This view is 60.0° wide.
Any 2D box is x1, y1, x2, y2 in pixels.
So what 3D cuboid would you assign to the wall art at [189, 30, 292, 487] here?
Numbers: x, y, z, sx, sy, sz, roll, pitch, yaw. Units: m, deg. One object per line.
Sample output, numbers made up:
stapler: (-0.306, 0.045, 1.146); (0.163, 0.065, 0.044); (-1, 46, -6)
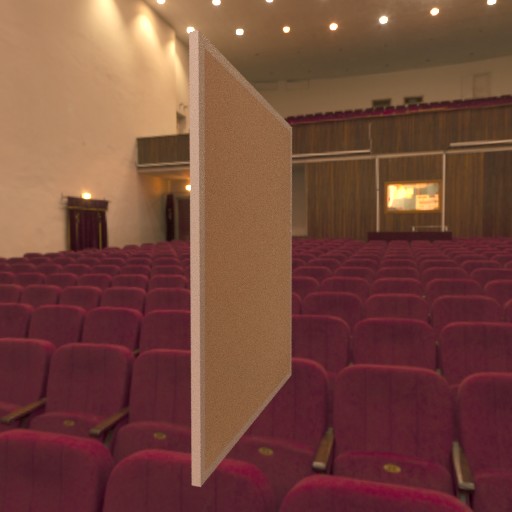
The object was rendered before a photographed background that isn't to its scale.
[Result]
wall art: (0.000, 0.000, 0.769); (0.012, 0.557, 0.482); (1, 2, 18)
